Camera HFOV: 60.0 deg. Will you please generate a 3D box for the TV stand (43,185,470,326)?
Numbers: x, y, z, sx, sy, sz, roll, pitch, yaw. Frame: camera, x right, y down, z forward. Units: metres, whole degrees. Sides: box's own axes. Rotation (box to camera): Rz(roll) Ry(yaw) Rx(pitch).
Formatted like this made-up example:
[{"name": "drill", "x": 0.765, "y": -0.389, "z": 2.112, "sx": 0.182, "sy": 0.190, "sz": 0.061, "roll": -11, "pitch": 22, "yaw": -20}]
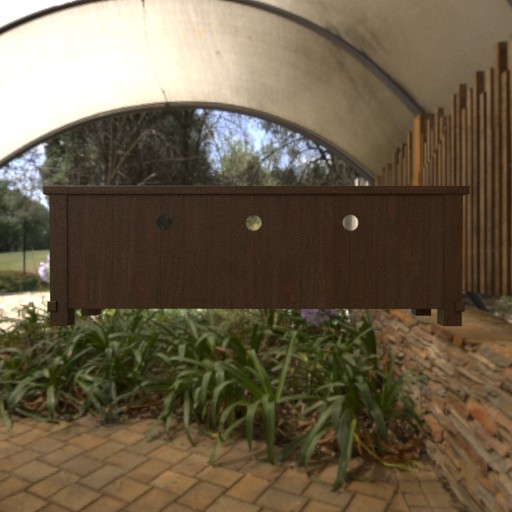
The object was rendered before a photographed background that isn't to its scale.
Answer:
[{"name": "TV stand", "x": 0.000, "y": 0.000, "z": 2.165, "sx": 1.866, "sy": 0.615, "sz": 0.471, "roll": 0, "pitch": 0, "yaw": 0}]
